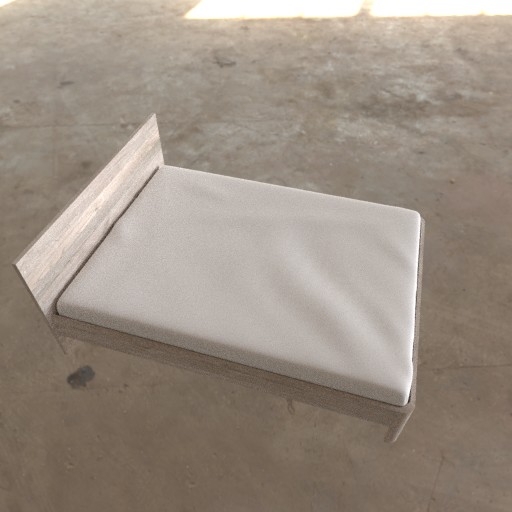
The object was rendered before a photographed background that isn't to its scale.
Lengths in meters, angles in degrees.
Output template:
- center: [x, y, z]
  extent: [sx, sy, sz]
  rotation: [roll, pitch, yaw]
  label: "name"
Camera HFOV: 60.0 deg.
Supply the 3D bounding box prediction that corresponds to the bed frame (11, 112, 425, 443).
- center: [0.000, 0.000, 2.669]
  extent: [1.950, 0.800, 1.490]
  rotation: [12, 47, 11]
  label: "bed frame"
